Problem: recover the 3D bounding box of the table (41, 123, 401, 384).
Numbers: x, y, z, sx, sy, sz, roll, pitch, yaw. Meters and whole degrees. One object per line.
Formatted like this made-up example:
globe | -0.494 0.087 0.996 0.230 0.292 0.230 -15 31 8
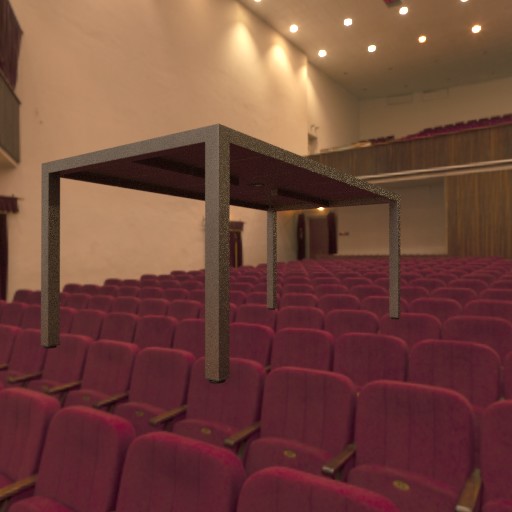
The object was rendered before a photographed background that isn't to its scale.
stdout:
table | 0.000 0.000 2.189 0.914 0.735 1.680 0 -1 35
